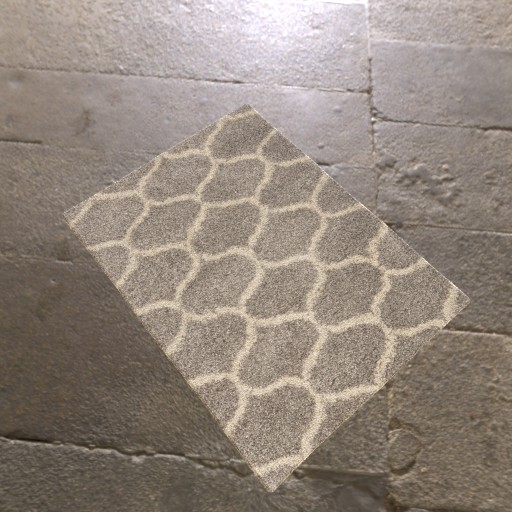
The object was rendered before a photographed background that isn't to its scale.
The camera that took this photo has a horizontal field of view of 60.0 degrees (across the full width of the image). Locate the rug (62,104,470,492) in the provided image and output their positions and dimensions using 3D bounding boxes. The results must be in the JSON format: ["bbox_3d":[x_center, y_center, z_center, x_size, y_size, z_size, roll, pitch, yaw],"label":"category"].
[{"bbox_3d":[0.000,0.000,2.108,1.200,0.025,1.600,-37,68,-17],"label":"rug"}]
